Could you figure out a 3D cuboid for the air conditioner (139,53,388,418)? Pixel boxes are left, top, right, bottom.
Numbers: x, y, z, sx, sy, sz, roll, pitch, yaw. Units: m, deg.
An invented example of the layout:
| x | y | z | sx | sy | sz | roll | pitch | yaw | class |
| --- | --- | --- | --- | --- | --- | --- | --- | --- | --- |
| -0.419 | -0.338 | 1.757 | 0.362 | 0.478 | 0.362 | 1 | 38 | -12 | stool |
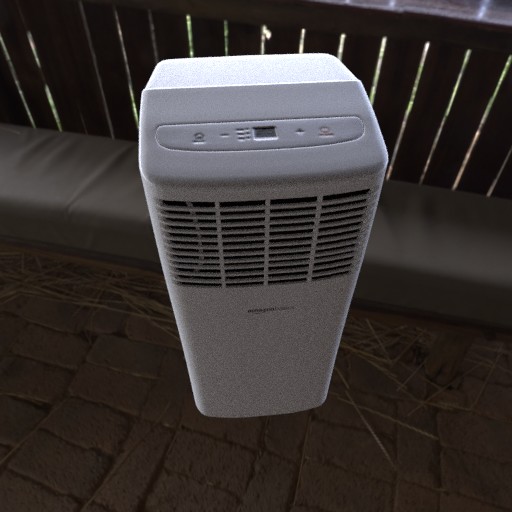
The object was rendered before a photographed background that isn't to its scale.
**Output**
| x | y | z | sx | sy | sz | roll | pitch | yaw | class |
| --- | --- | --- | --- | --- | --- | --- | --- | --- | --- |
| 0.000 | 0.000 | 0.802 | 0.304 | 0.606 | 0.349 | -4 | 47 | -4 | air conditioner |
